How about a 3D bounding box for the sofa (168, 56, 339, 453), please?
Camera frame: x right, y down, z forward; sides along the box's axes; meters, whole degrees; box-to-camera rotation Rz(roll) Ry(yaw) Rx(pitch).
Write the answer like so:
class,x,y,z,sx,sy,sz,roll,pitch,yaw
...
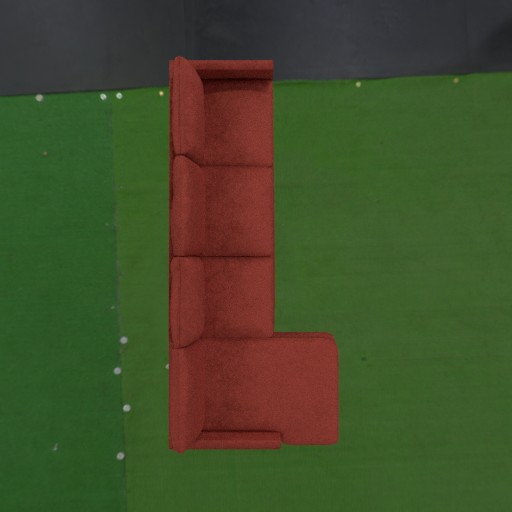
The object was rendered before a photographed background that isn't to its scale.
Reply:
class,x,y,z,sx,sy,sz,roll,pitch,yaw
sofa,0.000,0.000,4.041,1.500,0.967,3.400,0,89,0
